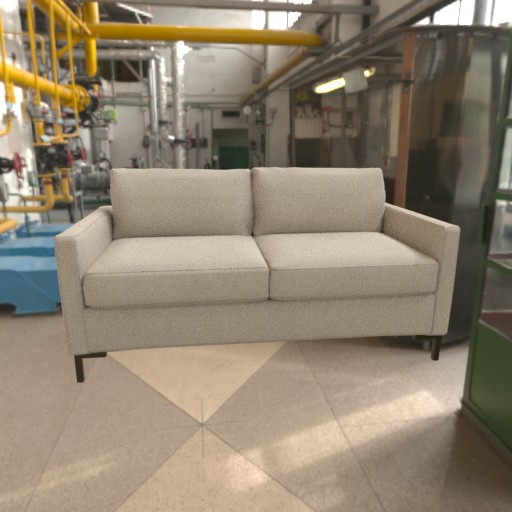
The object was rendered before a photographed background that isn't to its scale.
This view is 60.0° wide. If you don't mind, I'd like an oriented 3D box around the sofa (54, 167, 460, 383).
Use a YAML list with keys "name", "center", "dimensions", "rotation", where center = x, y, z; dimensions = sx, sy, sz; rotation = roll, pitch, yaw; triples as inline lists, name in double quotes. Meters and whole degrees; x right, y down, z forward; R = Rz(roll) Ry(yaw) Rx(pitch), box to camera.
- name: "sofa"
  center: [0.000, 0.000, 2.218]
  dimensions: [1.682, 0.840, 0.875]
  rotation: [-2, 15, -7]
